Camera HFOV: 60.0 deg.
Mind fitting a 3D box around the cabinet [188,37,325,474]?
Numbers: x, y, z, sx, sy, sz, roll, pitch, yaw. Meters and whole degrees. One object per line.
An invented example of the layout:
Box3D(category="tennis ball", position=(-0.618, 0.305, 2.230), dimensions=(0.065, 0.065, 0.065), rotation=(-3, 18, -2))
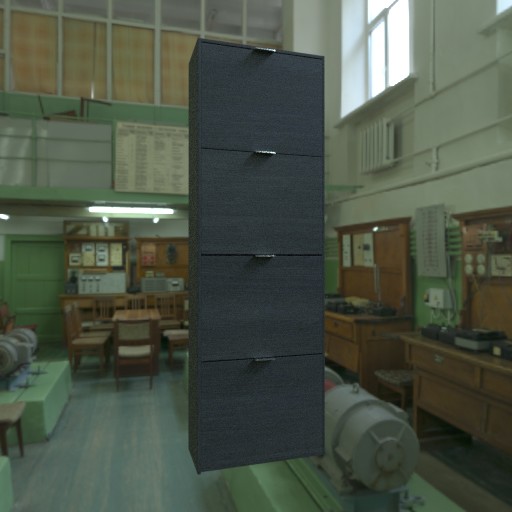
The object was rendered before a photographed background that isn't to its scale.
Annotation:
Box3D(category="cabinet", position=(0.000, 0.000, 1.831), dimensions=(0.520, 1.630, 0.255), rotation=(0, 0, -17))
